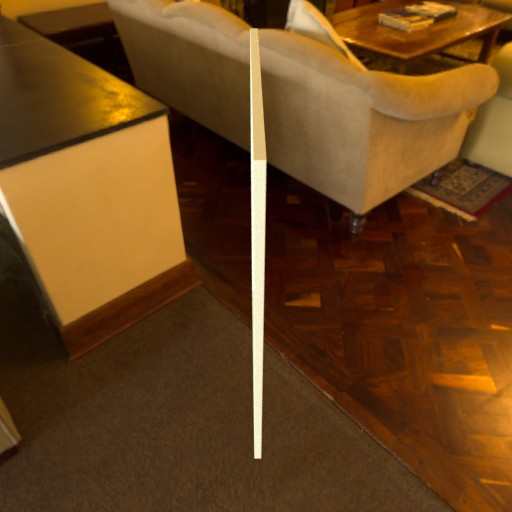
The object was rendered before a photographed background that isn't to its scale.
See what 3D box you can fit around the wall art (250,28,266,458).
[{"bbox_3d":[0.000,0.000,0.820,0.013,0.656,0.456,-1,42,-1],"label":"wall art"}]
